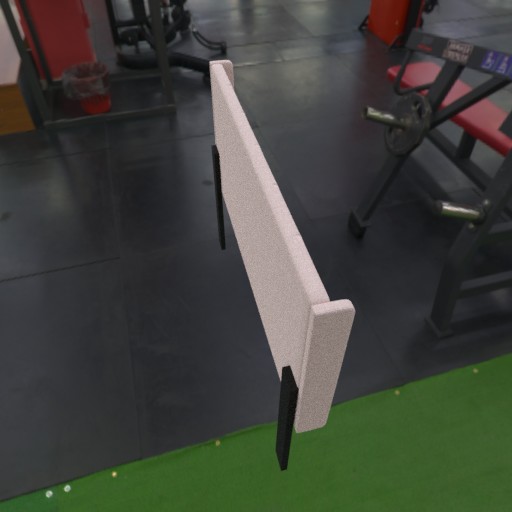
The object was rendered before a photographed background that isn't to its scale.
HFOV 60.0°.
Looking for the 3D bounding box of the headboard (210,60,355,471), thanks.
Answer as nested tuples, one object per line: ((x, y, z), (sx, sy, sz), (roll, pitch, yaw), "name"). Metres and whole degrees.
((0.000, 0.000, 2.667), (0.184, 1.524, 2.051), (-10, 47, -10), "headboard")
